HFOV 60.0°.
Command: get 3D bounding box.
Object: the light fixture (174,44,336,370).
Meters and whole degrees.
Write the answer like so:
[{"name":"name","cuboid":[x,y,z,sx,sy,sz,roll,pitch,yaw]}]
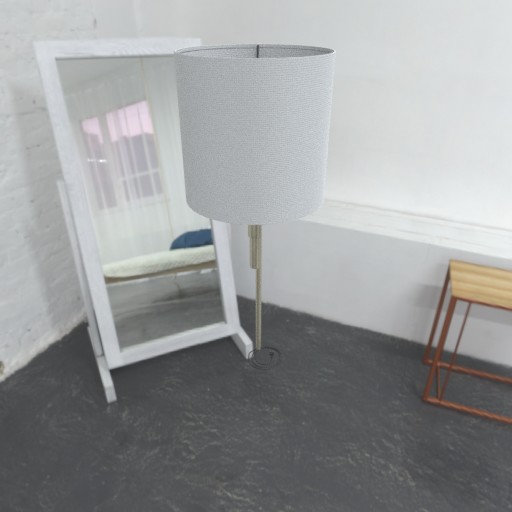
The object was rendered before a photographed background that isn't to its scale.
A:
[{"name":"light fixture","cuboid":[0.000,0.000,0.691,0.188,0.589,0.248,1,30,2]}]
